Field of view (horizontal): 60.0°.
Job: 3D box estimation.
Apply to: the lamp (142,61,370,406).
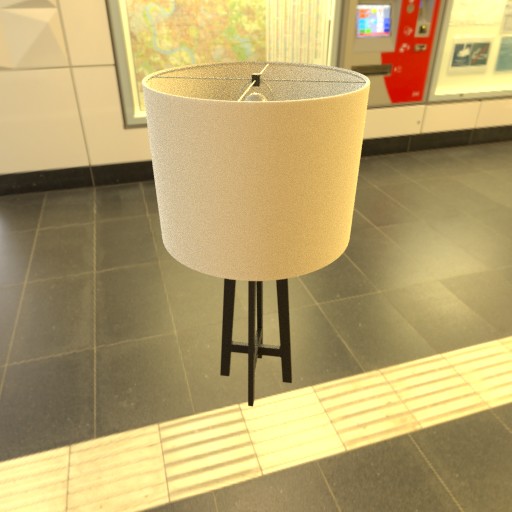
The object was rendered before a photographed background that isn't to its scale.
[{"bbox_3d":[0.000,0.000,0.636,0.257,0.489,0.257,-21,37,-31],"label":"lamp"}]
